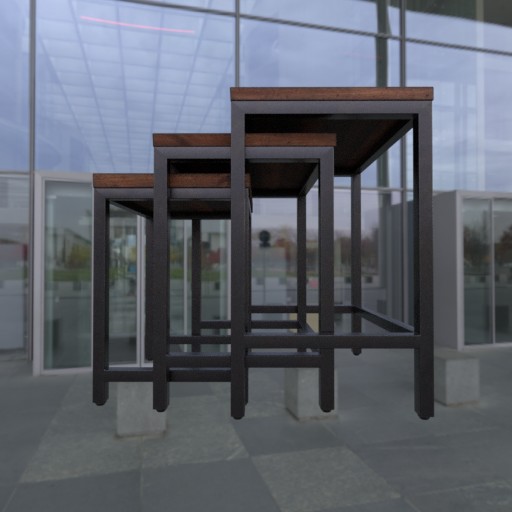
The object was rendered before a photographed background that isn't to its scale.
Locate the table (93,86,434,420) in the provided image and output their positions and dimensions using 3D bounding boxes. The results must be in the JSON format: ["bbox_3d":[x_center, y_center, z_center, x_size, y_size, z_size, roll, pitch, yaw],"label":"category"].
[{"bbox_3d":[0.000,0.000,1.118,0.660,0.616,0.608,0,-1,0],"label":"table"}]
